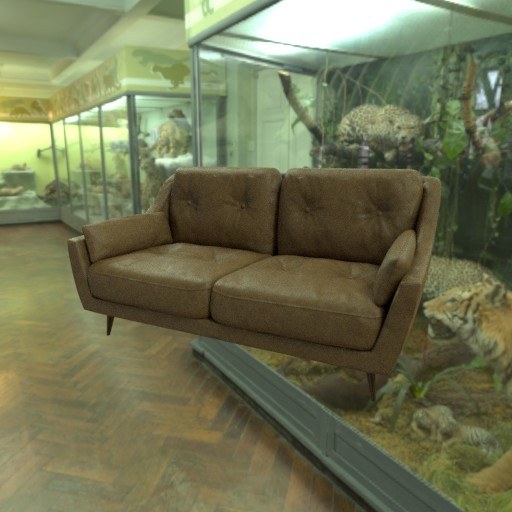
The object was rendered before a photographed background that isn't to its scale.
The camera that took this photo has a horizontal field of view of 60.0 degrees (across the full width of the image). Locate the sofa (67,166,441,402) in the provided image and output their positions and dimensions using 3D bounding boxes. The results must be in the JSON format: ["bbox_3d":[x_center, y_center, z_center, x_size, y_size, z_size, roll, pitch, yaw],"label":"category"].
[{"bbox_3d":[0.000,0.000,2.297,1.731,0.886,0.981,7,14,27],"label":"sofa"}]
